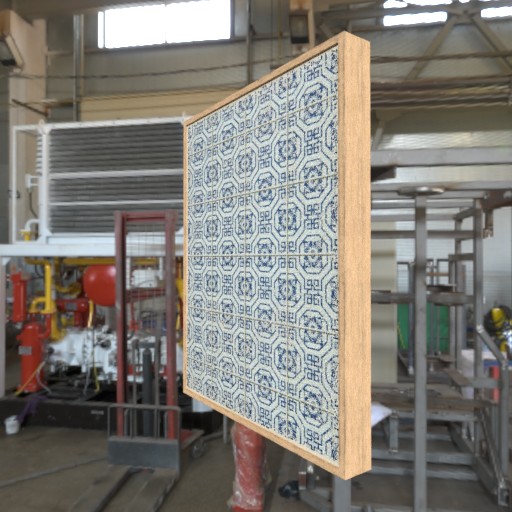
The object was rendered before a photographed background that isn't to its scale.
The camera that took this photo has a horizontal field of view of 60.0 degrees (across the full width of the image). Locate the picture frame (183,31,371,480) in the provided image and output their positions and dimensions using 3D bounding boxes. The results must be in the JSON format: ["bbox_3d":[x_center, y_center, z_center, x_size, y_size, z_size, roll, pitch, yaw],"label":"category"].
[{"bbox_3d":[0.000,0.000,0.703,0.046,0.526,0.421,0,-1,-35],"label":"picture frame"}]
